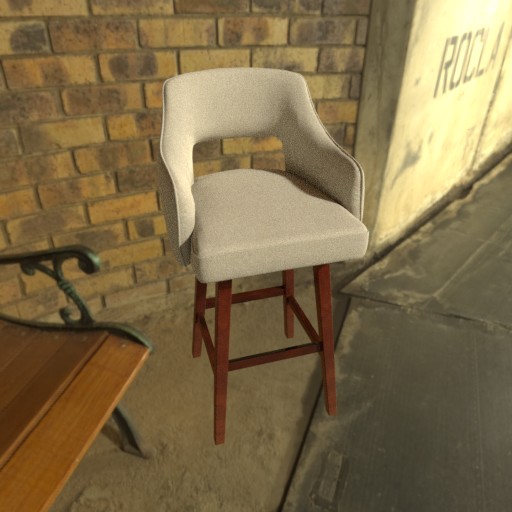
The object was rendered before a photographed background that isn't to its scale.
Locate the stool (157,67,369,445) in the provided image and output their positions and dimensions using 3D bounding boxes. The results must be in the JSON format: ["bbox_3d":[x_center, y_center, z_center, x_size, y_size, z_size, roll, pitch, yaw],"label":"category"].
[{"bbox_3d":[0.000,0.000,1.407,0.550,1.041,0.560,-9,32,-14],"label":"stool"}]
